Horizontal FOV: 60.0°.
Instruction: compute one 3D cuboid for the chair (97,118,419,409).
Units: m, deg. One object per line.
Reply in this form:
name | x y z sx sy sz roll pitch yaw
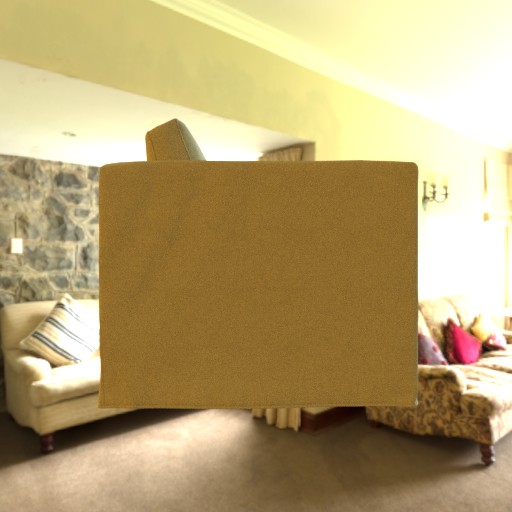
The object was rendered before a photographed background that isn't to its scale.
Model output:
chair | 0.000 0.000 1.769 0.949 0.863 1.057 0 0 -1
